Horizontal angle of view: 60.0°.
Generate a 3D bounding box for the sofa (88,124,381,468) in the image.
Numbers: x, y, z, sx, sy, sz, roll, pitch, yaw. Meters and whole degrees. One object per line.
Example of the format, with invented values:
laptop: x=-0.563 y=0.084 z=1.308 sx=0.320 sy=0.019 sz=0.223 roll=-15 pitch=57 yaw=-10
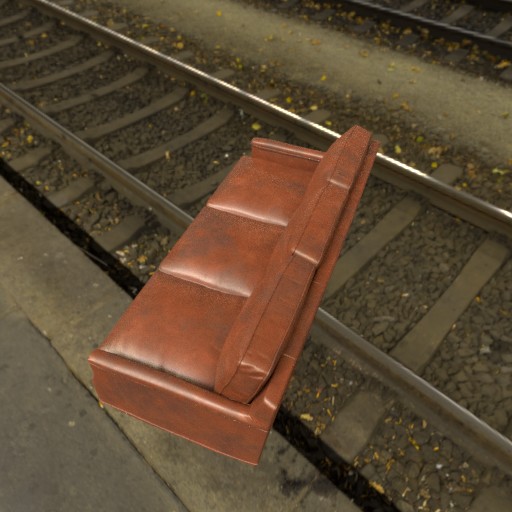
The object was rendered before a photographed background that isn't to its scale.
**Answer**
sofa: x=0.000 y=0.000 z=2.889 sx=1.084 sy=1.003 sz=2.240 roll=17 pitch=49 yaw=15
